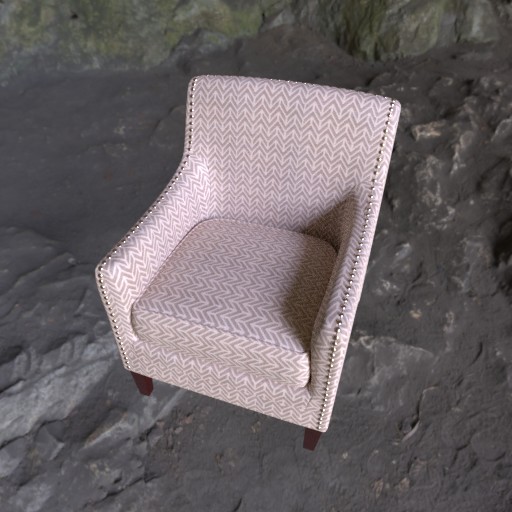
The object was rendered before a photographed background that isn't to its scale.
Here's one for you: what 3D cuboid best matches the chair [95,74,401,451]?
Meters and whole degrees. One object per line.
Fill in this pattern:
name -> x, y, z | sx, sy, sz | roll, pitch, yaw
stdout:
chair -> 0.000, 0.000, 1.296 | 0.623, 0.816, 0.651 | 13, 42, 15
